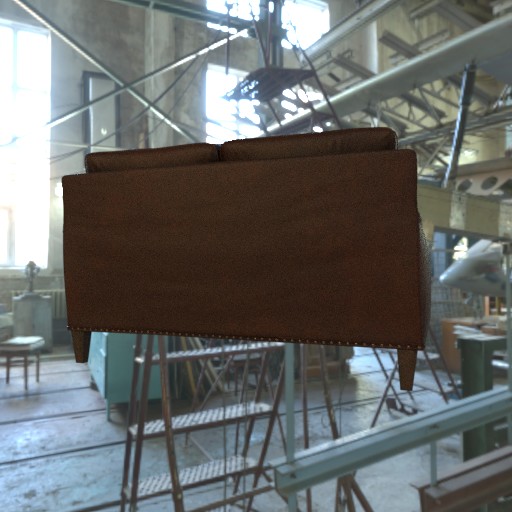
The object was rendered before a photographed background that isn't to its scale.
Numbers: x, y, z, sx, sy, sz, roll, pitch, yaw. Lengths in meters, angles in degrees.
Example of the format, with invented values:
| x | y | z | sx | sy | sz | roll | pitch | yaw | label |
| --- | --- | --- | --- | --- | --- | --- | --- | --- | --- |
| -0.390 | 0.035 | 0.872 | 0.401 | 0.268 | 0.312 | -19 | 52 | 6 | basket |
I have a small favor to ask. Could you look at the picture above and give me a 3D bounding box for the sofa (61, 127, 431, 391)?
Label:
| x | y | z | sx | sy | sz | roll | pitch | yaw | label |
| --- | --- | --- | --- | --- | --- | --- | --- | --- | --- |
| 0.000 | 0.000 | 2.249 | 1.628 | 1.003 | 1.083 | 0 | -1 | 18 | sofa |
